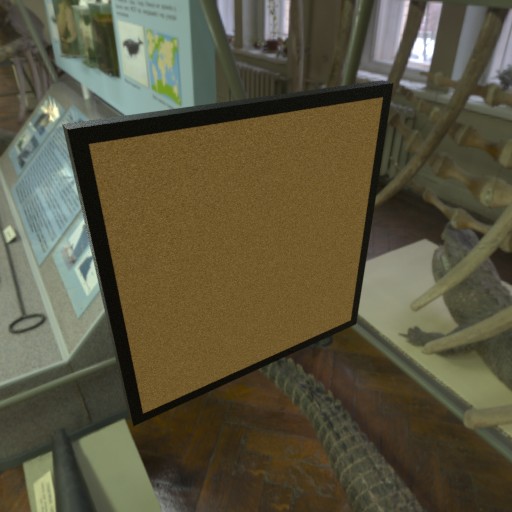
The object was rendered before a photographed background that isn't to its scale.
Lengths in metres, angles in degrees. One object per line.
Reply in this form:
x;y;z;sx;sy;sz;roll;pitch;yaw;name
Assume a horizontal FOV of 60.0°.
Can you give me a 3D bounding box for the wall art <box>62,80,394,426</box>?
0.000;0.000;1.121;0.762;0.762;0.038;-18;36;-26;wall art
